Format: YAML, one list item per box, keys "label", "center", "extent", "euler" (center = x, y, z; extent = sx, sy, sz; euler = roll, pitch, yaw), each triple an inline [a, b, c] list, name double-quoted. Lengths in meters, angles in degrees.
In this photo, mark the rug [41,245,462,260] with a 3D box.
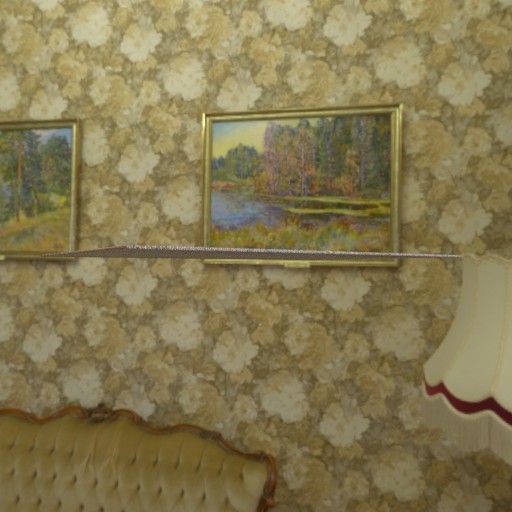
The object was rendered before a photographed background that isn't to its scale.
- label: "rug"
  center: [0.000, 0.000, 2.892]
  extent: [2.283, 0.013, 1.547]
  euler: [1, -2, -36]
